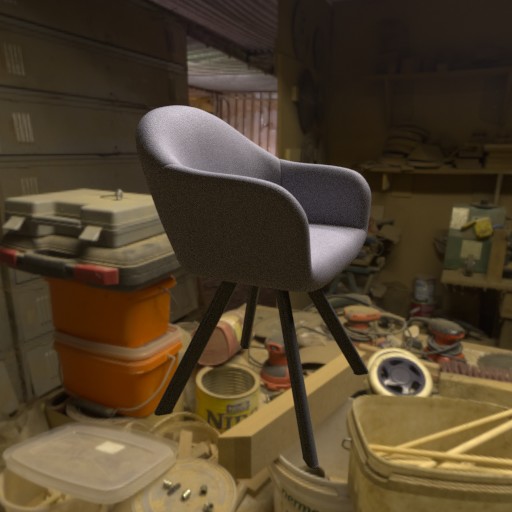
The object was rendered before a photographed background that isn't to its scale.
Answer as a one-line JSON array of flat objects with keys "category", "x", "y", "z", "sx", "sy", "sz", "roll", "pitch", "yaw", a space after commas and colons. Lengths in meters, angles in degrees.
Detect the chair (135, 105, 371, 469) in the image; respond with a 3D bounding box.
[{"category": "chair", "x": 0.000, "y": 0.000, "z": 1.209, "sx": 0.550, "sy": 0.795, "sz": 0.590, "roll": 7, "pitch": 16, "yaw": 26}]
